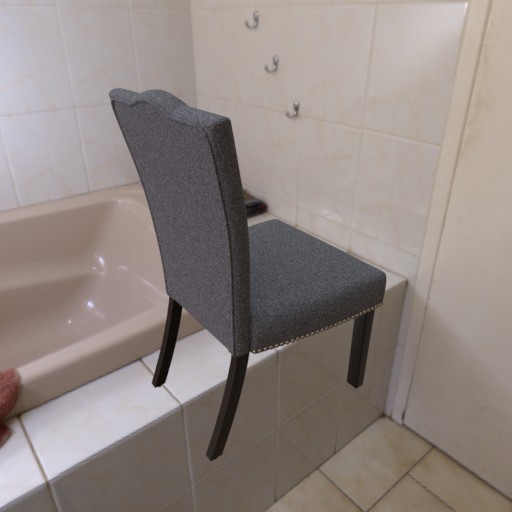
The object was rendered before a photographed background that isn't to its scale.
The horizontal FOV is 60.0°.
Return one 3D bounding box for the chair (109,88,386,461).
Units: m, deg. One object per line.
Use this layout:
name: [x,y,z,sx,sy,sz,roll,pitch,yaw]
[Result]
chair: [0.000,0.000,1.281,0.589,0.946,0.518,-19,34,-32]
